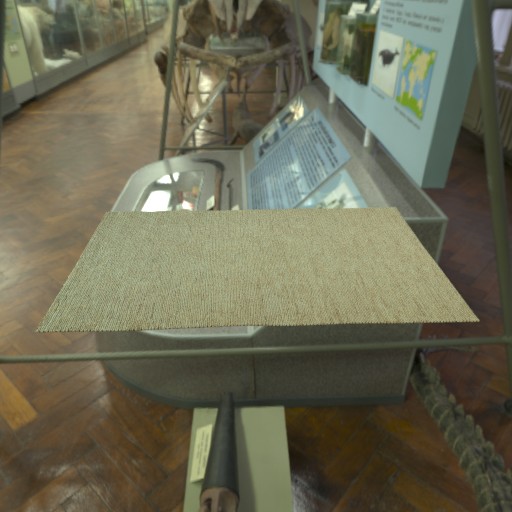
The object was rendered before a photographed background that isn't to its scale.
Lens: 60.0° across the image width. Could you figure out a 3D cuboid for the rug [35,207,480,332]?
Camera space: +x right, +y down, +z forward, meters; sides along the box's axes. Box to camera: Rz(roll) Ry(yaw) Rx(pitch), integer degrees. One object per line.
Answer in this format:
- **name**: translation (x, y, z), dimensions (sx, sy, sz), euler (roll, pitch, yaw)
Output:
- **rug**: translation (0.000, 0.000, 3.078), dimensions (2.439, 0.011, 1.533), euler (-1, 31, -2)
